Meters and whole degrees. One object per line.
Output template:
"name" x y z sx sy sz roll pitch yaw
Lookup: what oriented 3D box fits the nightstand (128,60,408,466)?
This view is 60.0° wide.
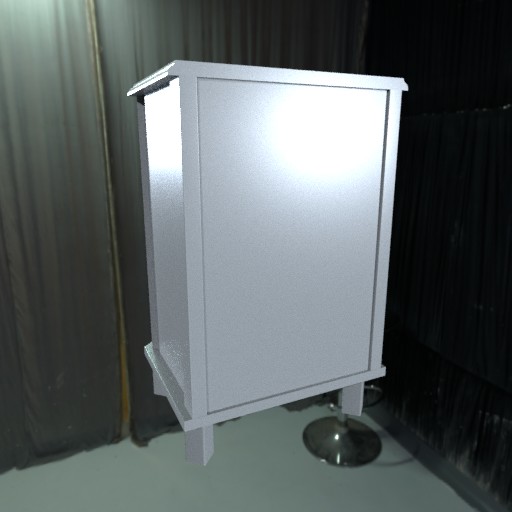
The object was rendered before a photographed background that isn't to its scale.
"nightstand" 0.000 0.000 0.930 0.435 0.680 0.348 -7 16 -25
